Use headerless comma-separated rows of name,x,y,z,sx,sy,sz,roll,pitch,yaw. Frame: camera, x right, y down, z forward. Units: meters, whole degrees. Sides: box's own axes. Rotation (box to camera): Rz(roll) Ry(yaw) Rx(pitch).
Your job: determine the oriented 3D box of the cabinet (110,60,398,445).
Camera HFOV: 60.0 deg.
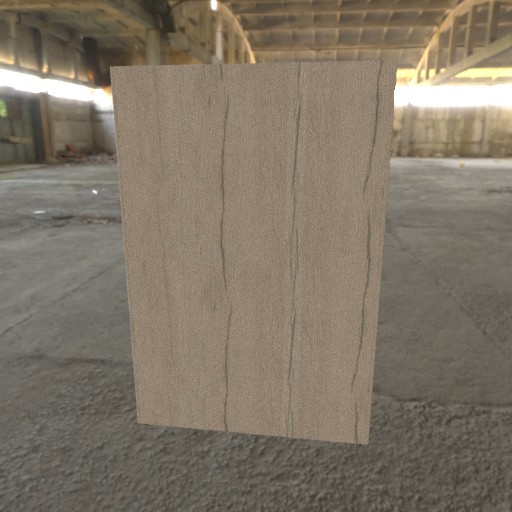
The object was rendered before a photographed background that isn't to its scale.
cabinet,0.000,0.000,2.674,1.400,2.070,0.580,2,15,8
